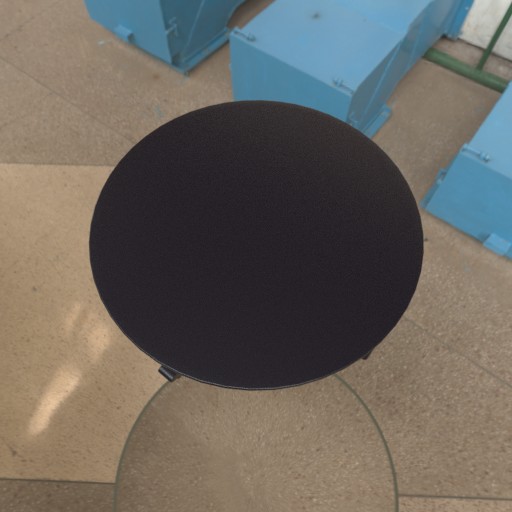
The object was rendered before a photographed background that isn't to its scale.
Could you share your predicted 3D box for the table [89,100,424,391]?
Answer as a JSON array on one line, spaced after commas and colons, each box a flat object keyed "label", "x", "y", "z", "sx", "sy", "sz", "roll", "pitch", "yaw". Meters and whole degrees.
[{"label": "table", "x": 0.000, "y": 0.000, "z": 1.590, "sx": 1.029, "sy": 0.491, "sz": 1.029, "roll": 0, "pitch": 63, "yaw": 0}]
